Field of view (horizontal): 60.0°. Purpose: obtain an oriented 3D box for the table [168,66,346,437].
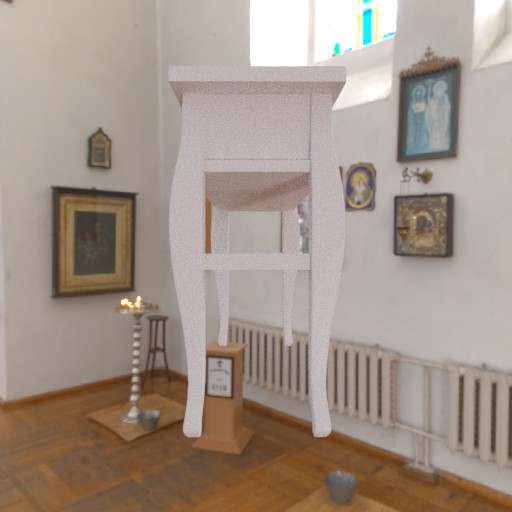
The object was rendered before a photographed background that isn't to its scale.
[{"bbox_3d":[0.000,0.000,1.419,0.373,0.768,1.062,0,1,0],"label":"table"}]
